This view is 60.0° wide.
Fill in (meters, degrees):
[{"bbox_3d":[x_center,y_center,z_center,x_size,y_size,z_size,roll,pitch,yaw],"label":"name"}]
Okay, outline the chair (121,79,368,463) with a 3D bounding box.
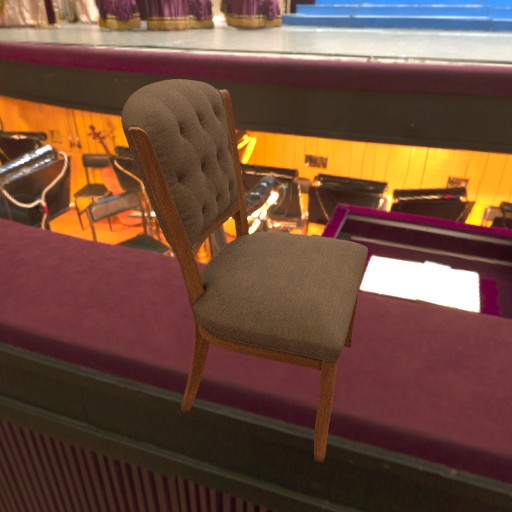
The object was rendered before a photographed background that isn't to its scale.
[{"bbox_3d":[0.000,0.000,1.259,0.584,0.905,0.513,10,31,16],"label":"chair"}]
